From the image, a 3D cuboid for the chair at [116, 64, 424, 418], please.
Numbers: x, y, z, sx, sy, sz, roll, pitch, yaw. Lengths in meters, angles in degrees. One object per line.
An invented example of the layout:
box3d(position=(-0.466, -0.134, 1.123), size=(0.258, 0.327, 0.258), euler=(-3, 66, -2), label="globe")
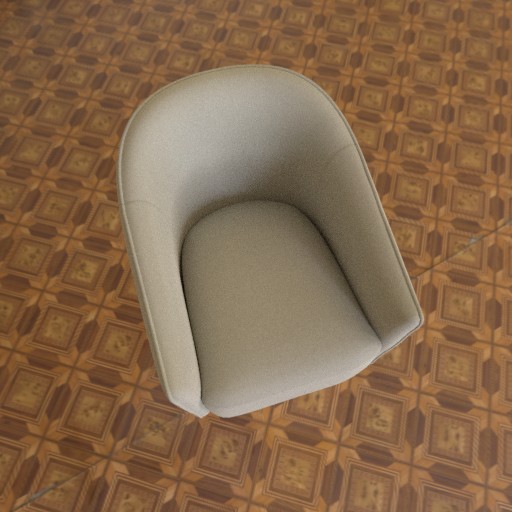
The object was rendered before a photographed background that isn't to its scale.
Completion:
box3d(position=(0.000, 0.000, 1.459), size=(0.747, 0.799, 0.875), euler=(-15, 65, -7), label="chair")
